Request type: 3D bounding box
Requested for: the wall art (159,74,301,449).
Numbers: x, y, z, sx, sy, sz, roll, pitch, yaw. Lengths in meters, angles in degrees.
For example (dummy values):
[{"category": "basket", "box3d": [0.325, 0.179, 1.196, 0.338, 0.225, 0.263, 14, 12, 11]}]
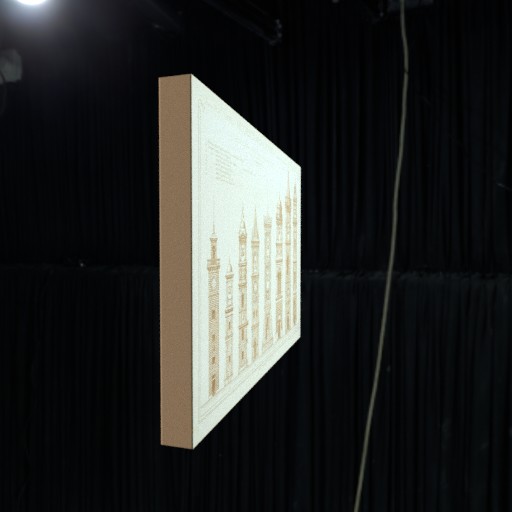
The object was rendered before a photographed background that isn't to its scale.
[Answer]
[{"category": "wall art", "box3d": [0.000, 0.000, 0.778, 0.039, 0.407, 0.609, 0, 2, 17]}]
